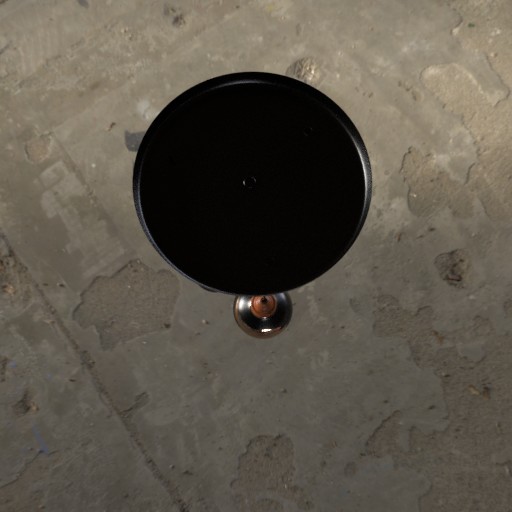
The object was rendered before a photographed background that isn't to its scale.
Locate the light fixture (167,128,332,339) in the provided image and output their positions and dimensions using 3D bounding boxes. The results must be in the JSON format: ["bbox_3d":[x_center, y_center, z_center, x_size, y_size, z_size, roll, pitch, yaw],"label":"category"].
[{"bbox_3d":[0.000,0.000,1.710,0.608,1.410,0.605,-17,77,-4],"label":"light fixture"}]
